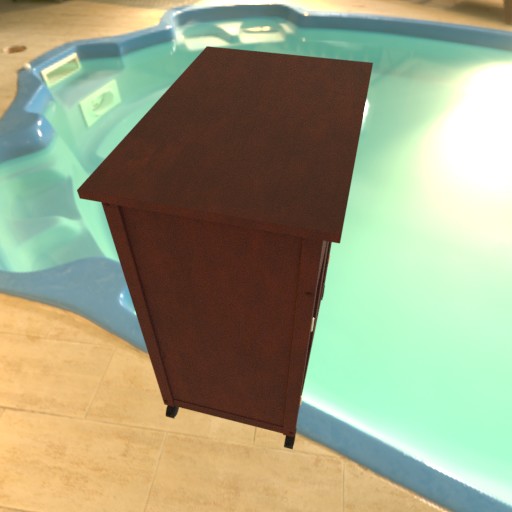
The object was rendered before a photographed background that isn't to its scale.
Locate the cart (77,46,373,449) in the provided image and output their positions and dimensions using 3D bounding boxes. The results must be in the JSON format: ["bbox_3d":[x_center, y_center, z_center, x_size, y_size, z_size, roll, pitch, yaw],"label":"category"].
[{"bbox_3d":[0.000,0.000,1.241,0.442,0.864,0.683,10,46,10],"label":"cart"}]
